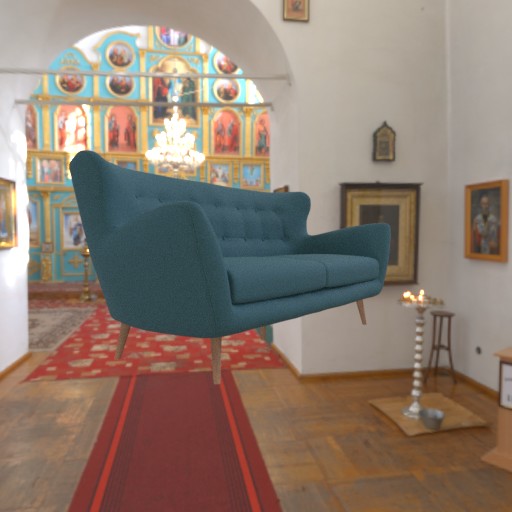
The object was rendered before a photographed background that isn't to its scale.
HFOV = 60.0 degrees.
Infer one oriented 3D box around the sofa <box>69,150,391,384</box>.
[{"bbox_3d":[0.000,0.000,2.396,0.889,0.890,1.930,1,2,35],"label":"sofa"}]
